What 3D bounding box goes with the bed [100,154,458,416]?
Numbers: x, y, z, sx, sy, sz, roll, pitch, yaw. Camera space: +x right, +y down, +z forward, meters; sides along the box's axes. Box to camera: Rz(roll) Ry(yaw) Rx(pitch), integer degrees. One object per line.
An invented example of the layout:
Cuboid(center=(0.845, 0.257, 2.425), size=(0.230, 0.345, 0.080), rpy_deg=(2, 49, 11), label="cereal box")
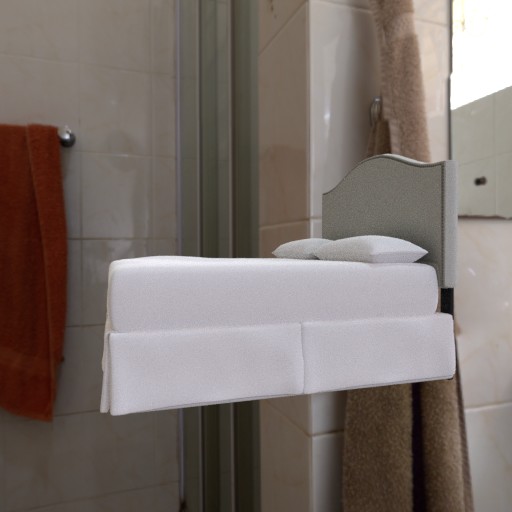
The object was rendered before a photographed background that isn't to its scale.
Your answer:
Cuboid(center=(0.000, 0.000, 3.315), size=(2.180, 1.607, 1.813), rpy_deg=(0, 1, -18), label="bed")
